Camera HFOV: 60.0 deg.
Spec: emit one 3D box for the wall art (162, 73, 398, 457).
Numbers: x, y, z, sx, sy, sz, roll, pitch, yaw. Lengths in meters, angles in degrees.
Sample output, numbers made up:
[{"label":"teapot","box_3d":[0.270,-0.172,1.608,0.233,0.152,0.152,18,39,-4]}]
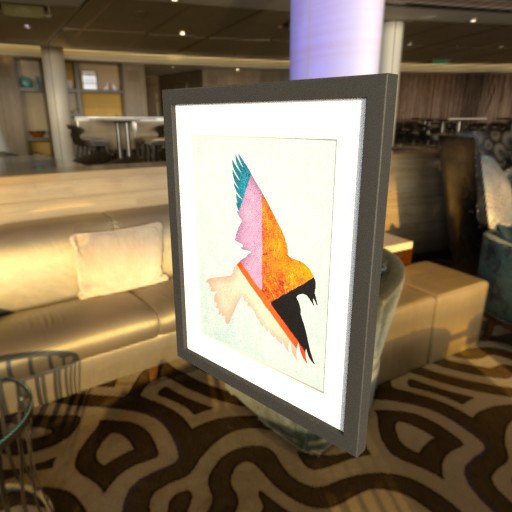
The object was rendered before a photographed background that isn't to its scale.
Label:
[{"label":"wall art","box_3d":[0.000,0.000,0.768,0.457,0.558,0.028,15,23,41]}]
